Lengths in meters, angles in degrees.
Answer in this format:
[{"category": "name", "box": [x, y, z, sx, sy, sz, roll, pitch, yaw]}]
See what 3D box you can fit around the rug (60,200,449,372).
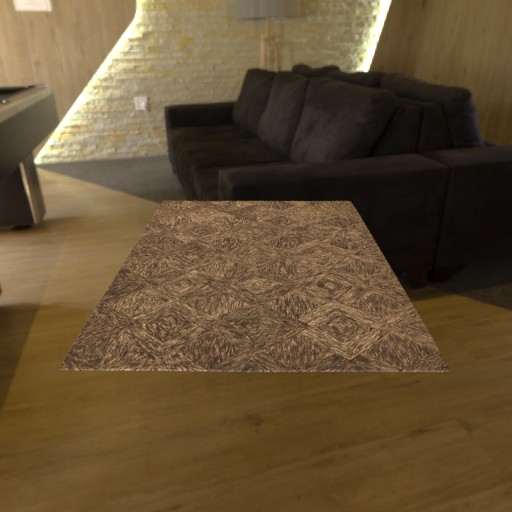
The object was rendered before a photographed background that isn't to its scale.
[{"category": "rug", "box": [0.000, 0.000, 5.191, 2.997, 0.020, 4.093, 0, 25, 0]}]
